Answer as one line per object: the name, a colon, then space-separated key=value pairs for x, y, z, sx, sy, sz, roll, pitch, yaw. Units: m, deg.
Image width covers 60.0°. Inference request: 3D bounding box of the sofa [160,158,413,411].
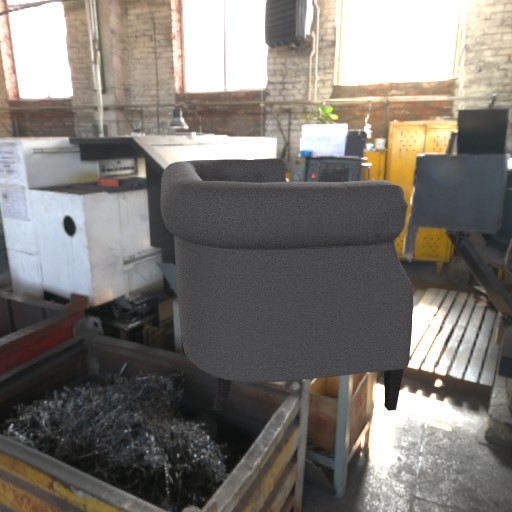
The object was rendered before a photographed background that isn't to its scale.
sofa: x=0.000 y=0.000 z=2.071 sx=0.835 sy=0.827 sz=1.558 roll=-3 pitch=16 yaw=-11
